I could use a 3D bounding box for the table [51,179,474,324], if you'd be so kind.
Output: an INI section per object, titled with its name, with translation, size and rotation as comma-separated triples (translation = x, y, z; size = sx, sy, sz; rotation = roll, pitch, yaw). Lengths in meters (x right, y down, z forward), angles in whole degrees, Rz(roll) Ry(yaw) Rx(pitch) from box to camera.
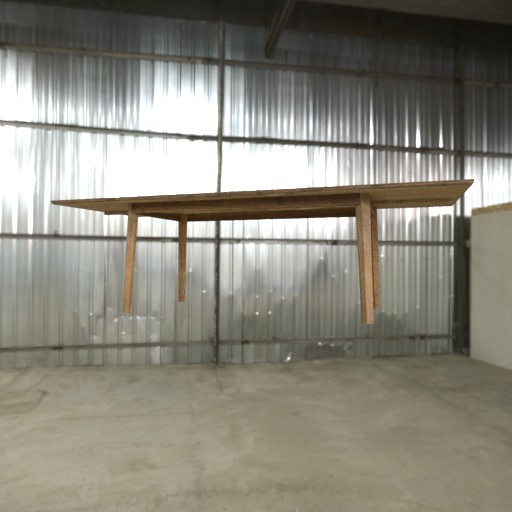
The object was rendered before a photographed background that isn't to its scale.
[table]
translation = 0.000, 0.000, 3.068
size = 2.603, 0.752, 1.000
rotation = 0, 0, 19
